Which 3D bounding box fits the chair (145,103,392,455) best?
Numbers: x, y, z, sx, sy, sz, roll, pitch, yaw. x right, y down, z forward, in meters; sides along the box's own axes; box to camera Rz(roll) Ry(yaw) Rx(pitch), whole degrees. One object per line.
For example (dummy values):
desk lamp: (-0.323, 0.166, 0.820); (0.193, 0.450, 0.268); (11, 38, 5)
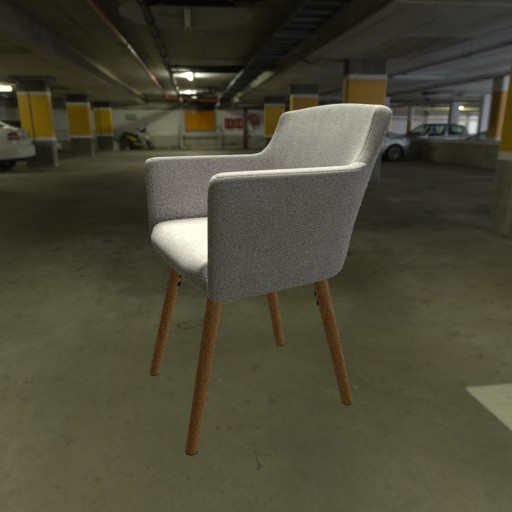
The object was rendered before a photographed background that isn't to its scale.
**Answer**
chair: (0.000, 0.000, 1.187); (0.540, 0.780, 0.570); (-7, 18, -25)
